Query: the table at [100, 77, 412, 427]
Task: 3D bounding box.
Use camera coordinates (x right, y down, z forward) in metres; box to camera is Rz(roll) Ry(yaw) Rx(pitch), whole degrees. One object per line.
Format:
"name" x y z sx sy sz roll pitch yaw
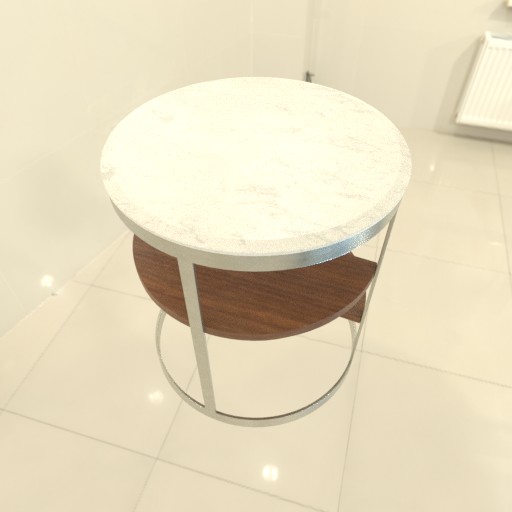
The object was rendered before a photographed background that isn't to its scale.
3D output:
"table" 0.000 0.000 0.753 0.407 0.447 0.407 0 46 0
